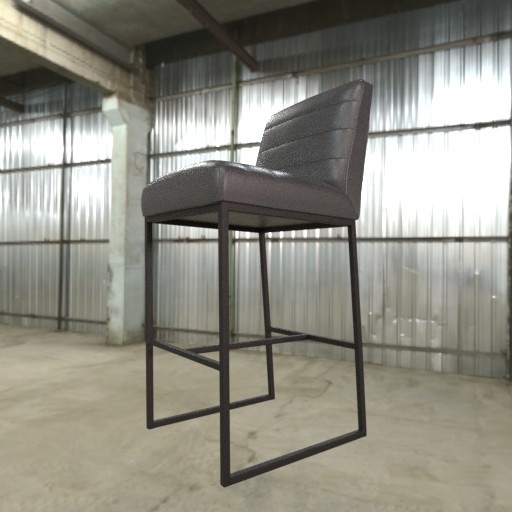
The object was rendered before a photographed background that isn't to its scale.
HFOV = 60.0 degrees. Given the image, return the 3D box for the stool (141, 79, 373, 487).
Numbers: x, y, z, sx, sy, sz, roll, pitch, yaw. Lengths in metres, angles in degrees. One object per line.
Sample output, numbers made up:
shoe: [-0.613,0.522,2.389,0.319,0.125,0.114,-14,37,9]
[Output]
stool: [0.000,0.000,1.317,0.552,1.040,0.457,0,0,-37]
